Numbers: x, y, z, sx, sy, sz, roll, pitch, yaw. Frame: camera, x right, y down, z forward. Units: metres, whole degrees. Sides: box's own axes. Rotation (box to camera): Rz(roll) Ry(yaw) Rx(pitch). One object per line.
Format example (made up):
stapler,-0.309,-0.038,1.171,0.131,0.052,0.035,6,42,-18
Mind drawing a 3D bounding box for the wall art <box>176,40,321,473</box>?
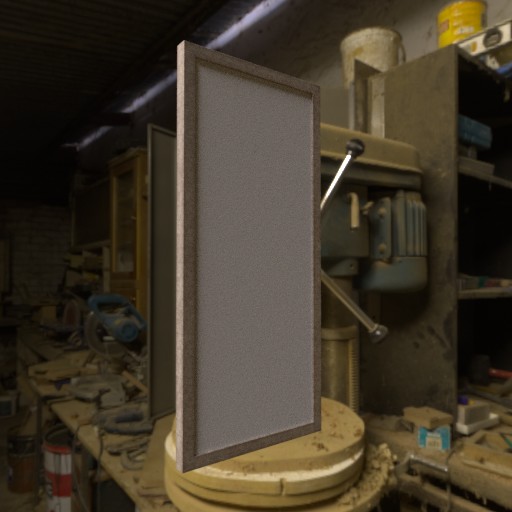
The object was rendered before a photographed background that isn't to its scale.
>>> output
wall art,0.000,0.000,1.706,0.648,1.461,0.051,1,-2,-36
